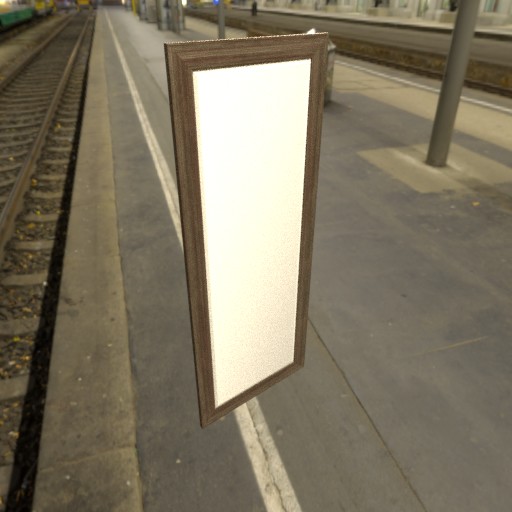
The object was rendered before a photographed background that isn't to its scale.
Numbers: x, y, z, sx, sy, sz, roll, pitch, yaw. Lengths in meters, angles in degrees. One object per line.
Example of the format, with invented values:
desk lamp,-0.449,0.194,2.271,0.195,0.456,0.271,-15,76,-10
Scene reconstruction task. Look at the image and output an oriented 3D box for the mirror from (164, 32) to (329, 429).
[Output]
mirror,0.000,0.000,2.292,0.812,2.032,0.025,-22,37,-32
